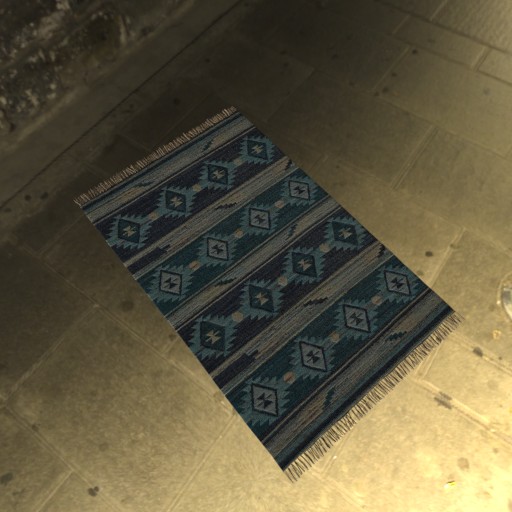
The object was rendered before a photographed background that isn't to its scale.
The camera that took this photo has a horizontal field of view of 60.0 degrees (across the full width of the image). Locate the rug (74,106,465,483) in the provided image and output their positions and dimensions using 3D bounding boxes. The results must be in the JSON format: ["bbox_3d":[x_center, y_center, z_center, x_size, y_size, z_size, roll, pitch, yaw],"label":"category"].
[{"bbox_3d":[0.000,0.000,2.425,1.181,0.028,1.936,-36,69,-17],"label":"rug"}]
